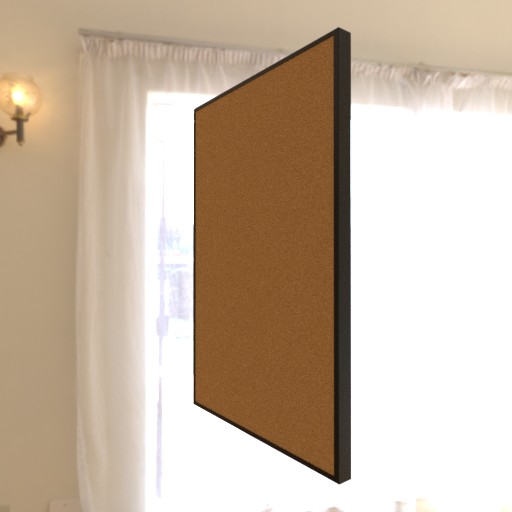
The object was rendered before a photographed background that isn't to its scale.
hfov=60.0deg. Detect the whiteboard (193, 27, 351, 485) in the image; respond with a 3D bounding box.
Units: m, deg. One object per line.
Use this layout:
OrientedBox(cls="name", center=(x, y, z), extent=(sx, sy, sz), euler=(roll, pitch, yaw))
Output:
OrientedBox(cls="whiteboard", center=(0.000, 0.000, 0.760), extent=(0.026, 0.611, 0.406), euler=(0, 0, -36))
